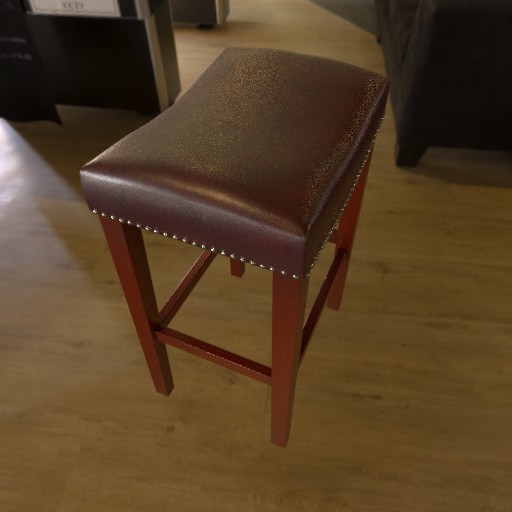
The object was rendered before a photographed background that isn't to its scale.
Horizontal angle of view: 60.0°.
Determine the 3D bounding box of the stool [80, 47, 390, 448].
[{"bbox_3d":[0.000,0.000,1.004,0.372,0.742,0.504,18,49,16],"label":"stool"}]
